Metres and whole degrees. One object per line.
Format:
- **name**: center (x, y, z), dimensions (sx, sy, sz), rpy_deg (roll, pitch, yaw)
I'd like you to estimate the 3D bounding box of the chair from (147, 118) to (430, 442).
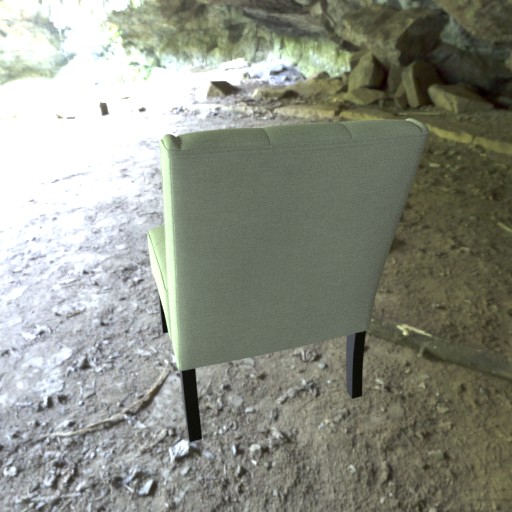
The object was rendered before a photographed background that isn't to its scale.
- **chair**: center (0.000, 0.000, 1.307), dimensions (0.569, 0.853, 0.676), rpy_deg (-9, 28, -17)
